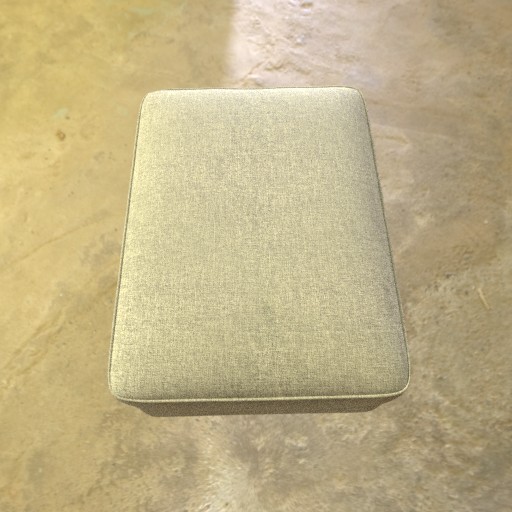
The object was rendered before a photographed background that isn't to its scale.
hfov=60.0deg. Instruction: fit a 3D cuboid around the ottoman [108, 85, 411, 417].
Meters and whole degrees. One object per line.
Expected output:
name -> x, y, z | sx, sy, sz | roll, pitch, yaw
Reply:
ottoman -> 0.000, 0.000, 1.298 | 0.661, 0.561, 0.889 | -1, 64, -1
